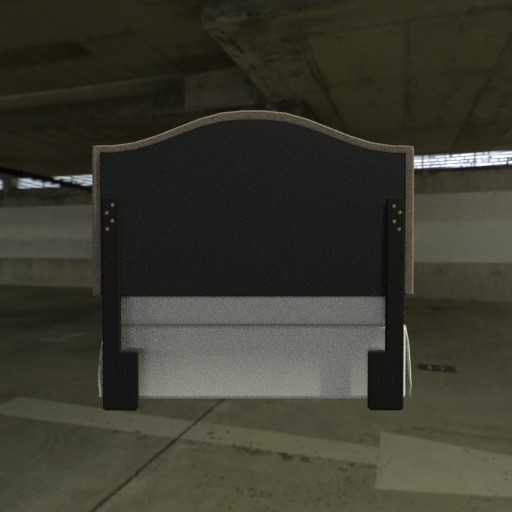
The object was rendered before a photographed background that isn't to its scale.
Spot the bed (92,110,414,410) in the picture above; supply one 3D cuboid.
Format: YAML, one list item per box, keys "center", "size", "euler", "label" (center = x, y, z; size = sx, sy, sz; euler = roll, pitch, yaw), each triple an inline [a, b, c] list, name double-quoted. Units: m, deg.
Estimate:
- center: [0.000, 0.000, 3.297]
  size: [1.713, 1.518, 2.153]
  euler: [0, 1, 0]
  label: "bed"
